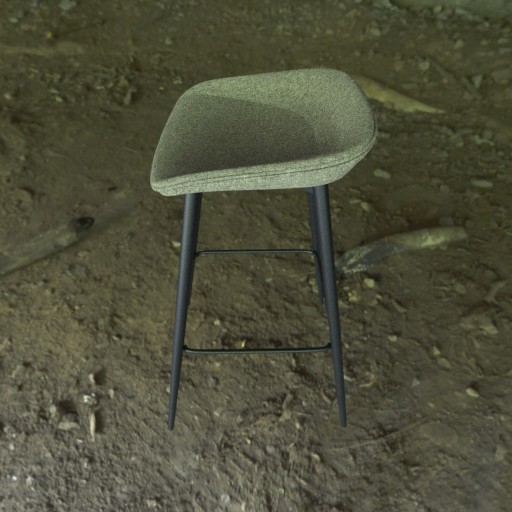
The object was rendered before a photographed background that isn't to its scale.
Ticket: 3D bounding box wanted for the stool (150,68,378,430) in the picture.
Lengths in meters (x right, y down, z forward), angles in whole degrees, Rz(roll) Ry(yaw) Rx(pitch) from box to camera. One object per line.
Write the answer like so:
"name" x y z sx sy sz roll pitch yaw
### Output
"stool" 0.000 0.000 1.100 0.480 0.814 0.469 -1 40 -1
